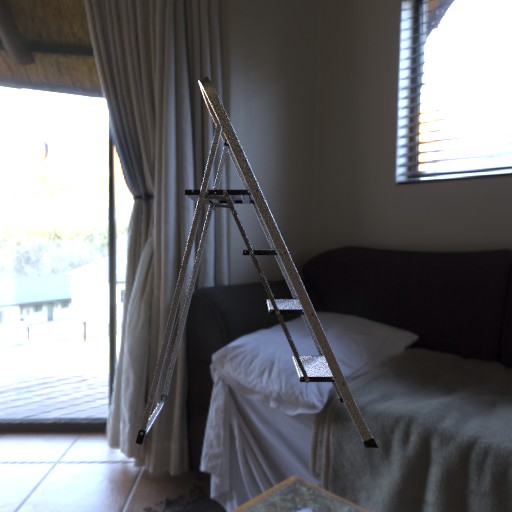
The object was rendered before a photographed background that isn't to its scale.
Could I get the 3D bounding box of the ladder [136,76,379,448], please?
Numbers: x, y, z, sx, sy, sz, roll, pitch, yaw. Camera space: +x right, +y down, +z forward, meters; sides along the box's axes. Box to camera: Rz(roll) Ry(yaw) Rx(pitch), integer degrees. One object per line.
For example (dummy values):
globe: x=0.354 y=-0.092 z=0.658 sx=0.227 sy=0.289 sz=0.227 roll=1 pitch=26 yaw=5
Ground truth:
ladder: x=0.000 y=0.000 z=1.717 sx=0.830 sy=1.290 sz=0.465 roll=0 pitch=1 yaw=0
